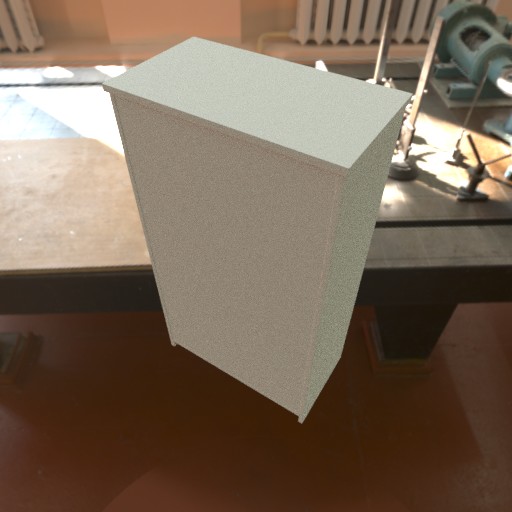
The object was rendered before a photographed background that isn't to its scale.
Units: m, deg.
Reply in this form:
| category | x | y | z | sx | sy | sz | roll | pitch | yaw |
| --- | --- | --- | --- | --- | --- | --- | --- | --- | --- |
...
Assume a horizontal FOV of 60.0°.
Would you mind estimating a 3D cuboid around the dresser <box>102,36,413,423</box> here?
| category | x | y | z | sx | sy | sz | roll | pitch | yaw |
| --- | --- | --- | --- | --- | --- | --- | --- | --- | --- |
| dresser | 0.000 | 0.000 | 1.595 | 0.704 | 1.255 | 0.399 | 25 | 51 | 22 |
